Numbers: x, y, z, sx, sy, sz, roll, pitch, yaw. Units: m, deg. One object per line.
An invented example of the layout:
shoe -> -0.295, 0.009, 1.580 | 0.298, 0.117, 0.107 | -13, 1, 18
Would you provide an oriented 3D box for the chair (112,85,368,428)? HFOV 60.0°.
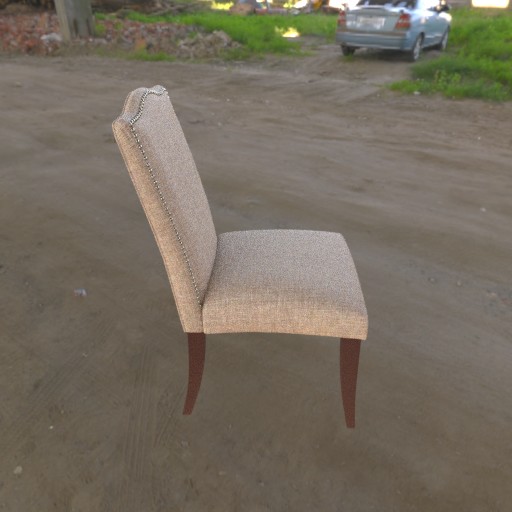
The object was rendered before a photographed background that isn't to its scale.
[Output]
chair -> 0.000, 0.000, 1.419 | 0.660, 1.016, 0.513 | 1, 31, 1
